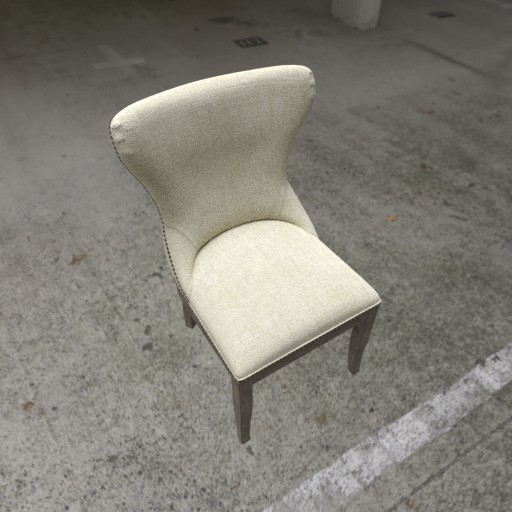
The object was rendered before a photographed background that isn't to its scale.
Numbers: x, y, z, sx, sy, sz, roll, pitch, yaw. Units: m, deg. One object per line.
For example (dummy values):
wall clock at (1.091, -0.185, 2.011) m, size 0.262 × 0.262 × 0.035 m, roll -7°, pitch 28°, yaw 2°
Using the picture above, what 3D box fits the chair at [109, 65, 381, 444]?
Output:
chair at (0.000, 0.000, 1.480) m, size 0.654 × 1.002 × 0.681 m, roll -24°, pitch 50°, yaw -22°
